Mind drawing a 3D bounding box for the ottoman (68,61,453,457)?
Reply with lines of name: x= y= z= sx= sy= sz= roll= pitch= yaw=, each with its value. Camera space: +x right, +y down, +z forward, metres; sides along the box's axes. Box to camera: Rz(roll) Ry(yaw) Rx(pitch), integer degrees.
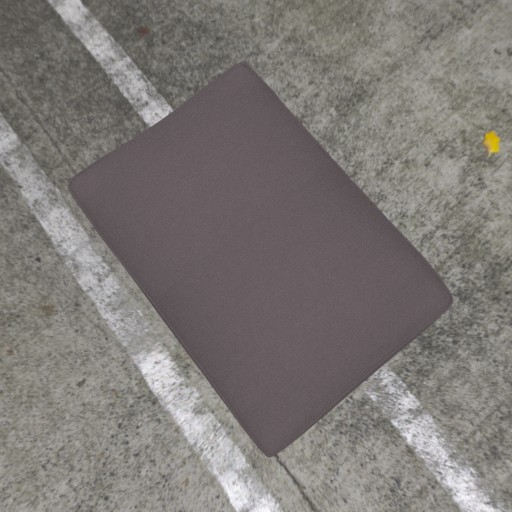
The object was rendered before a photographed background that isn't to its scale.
ottoman: x=0.000 y=0.000 z=1.010 sx=0.508 sy=0.406 sz=0.686 roll=-38 pitch=80 yaw=-8
